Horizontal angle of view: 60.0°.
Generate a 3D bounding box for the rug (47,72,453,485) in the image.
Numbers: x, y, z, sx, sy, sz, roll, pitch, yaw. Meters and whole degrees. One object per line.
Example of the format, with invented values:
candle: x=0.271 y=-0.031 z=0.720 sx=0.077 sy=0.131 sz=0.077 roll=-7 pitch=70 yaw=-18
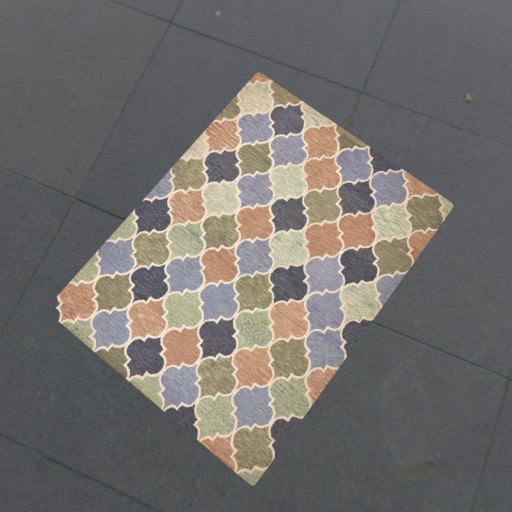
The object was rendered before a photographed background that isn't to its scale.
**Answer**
rug: x=0.000 y=0.000 z=4.217 sx=2.439 sy=0.013 sz=3.200 roll=37 pitch=79 yaw=8
